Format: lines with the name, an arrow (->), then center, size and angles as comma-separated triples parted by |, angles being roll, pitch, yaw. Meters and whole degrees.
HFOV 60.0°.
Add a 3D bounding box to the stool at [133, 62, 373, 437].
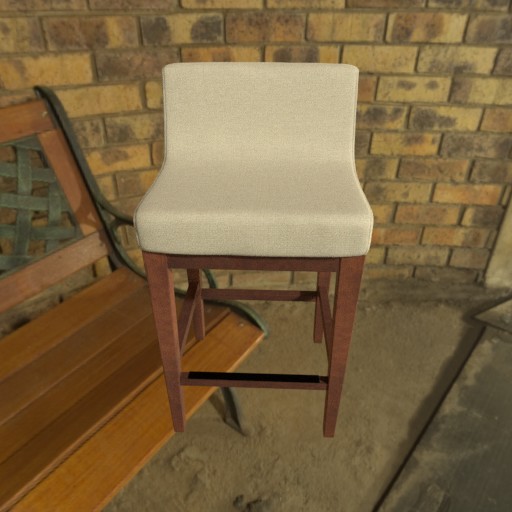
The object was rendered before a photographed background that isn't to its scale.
stool -> 0.000, 0.000, 1.224 | 0.511, 0.937, 0.500 | 1, 31, 2
